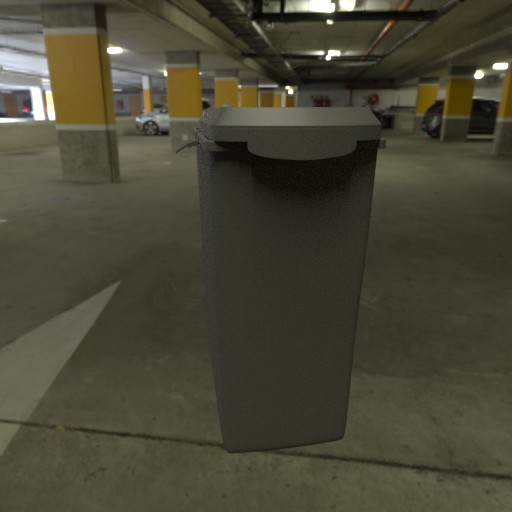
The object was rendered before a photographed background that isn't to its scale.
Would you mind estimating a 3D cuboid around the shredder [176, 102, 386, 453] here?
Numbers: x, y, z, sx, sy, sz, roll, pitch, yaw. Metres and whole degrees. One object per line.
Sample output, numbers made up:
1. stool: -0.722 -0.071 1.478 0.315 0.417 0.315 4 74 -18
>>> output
1. shredder: 0.000 0.000 0.513 0.170 0.335 0.320 -3 18 -9
